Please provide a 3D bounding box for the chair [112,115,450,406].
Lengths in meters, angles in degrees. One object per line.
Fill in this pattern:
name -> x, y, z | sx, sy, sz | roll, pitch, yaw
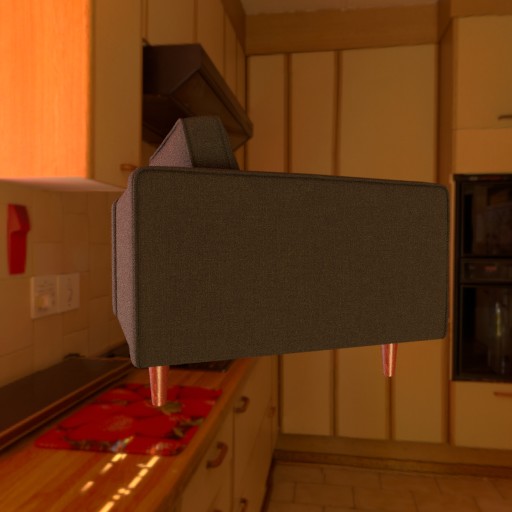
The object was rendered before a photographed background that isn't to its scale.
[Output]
chair -> 0.000, 0.000, 1.544 | 0.919, 0.770, 0.899 | -1, 2, -21
